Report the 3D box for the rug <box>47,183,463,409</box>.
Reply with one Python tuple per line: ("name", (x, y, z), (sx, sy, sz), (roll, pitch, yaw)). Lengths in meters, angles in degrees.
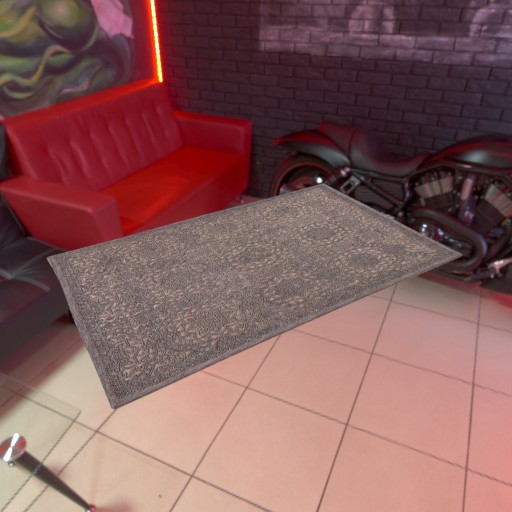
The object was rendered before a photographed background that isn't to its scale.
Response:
("rug", (0.000, 0.000, 3.111), (2.498, 0.022, 1.535), (-18, 36, -27))
